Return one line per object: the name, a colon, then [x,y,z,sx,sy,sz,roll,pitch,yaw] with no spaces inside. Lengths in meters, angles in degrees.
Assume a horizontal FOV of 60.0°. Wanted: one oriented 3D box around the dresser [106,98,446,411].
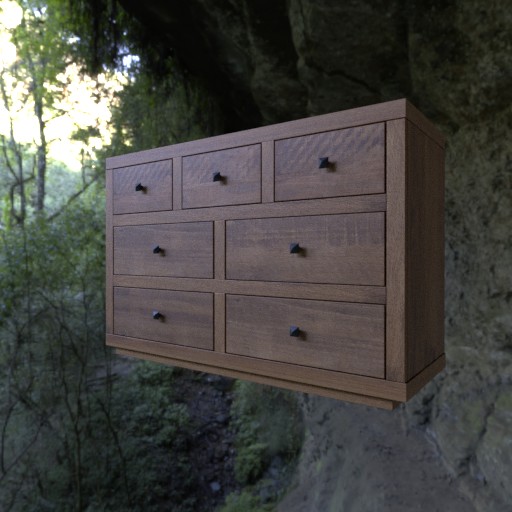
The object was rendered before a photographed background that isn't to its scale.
dresser: [0.000,0.000,1.688,1.261,0.825,0.479,0,0,35]
